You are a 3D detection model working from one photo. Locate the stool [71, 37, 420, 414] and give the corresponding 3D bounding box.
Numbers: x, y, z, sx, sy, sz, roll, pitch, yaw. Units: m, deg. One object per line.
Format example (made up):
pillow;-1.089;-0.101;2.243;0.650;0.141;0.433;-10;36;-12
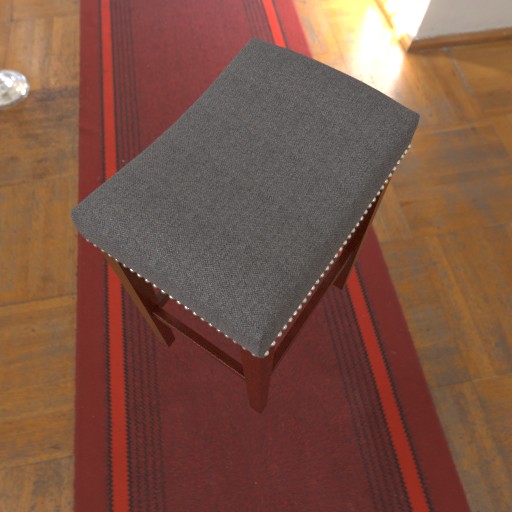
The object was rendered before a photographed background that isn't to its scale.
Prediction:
stool;0.000;0.000;1.026;0.372;0.742;0.504;32;67;15
